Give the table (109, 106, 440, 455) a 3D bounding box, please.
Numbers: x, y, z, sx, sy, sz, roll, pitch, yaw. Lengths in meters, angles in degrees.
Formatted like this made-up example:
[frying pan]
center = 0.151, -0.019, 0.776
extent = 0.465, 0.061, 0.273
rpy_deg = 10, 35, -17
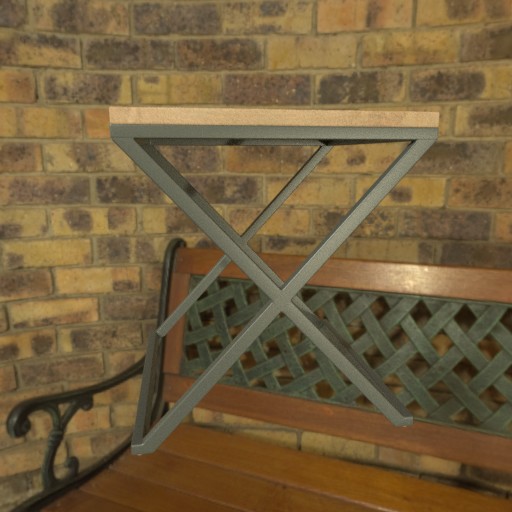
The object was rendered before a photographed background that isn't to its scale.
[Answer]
[table]
center = 0.000, 0.000, 0.944
extent = 0.498, 0.550, 0.499
rpy_deg = -2, 13, -9
